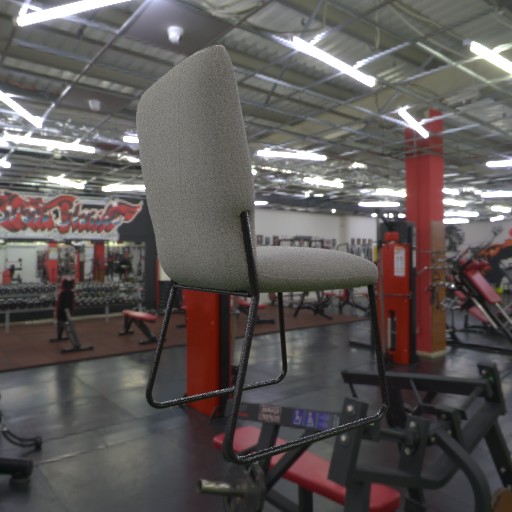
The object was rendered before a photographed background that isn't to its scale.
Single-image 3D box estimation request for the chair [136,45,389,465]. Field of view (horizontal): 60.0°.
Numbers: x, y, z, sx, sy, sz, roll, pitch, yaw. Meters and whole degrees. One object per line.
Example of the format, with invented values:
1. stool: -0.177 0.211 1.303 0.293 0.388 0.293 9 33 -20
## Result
1. chair: 0.000 0.000 1.180 0.560 0.864 0.448 0 0 -36
